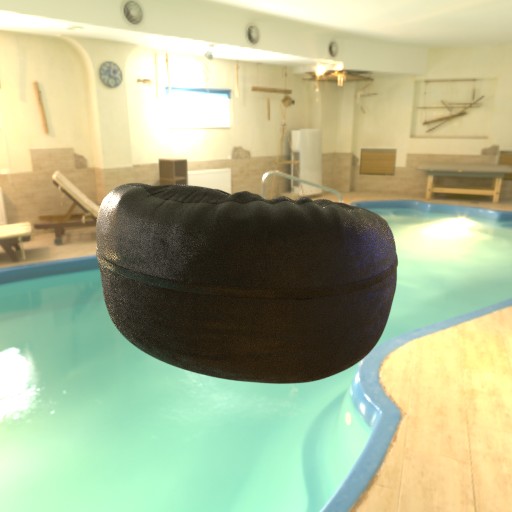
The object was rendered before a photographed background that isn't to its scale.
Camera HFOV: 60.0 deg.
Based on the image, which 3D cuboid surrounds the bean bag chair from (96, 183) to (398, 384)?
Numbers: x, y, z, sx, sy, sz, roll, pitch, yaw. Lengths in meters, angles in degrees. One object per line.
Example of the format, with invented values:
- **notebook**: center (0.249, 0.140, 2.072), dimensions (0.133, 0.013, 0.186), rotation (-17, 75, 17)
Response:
- **bean bag chair**: center (0.000, 0.000, 2.440), dimensions (1.524, 0.878, 1.524), rotation (8, 18, 26)
